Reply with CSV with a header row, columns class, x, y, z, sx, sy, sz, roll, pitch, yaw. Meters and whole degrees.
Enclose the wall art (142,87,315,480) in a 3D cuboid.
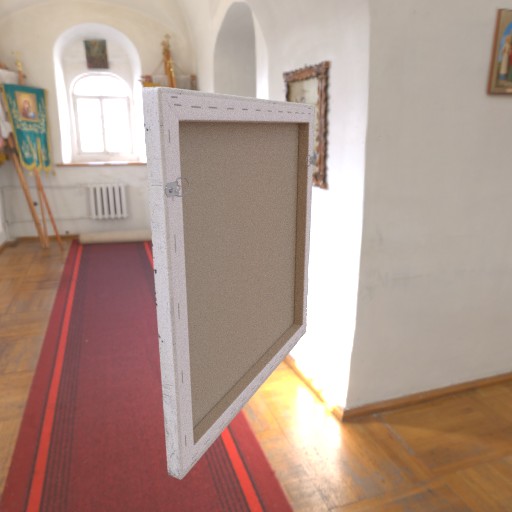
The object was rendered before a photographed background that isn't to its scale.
class,x,y,z,sx,sy,sz,roll,pitch,yaw
wall art,0.000,0.000,1.137,0.038,0.762,0.762,8,18,25
